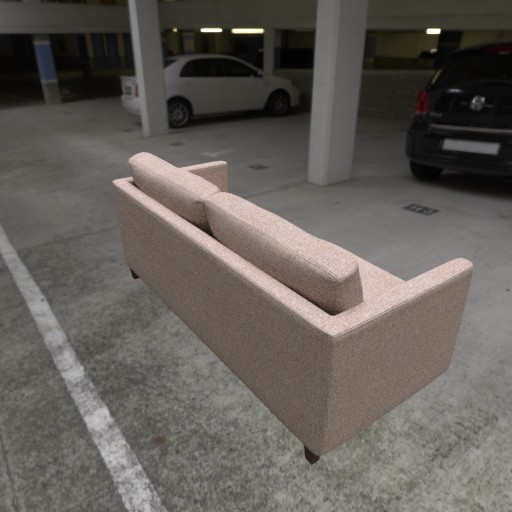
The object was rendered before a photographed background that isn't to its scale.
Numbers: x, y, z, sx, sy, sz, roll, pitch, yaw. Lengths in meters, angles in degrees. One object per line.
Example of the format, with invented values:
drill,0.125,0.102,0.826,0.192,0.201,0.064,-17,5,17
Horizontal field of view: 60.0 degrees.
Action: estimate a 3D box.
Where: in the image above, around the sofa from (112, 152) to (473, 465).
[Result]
sofa,0.000,0.000,2.687,0.951,0.965,2.208,-18,32,-31
